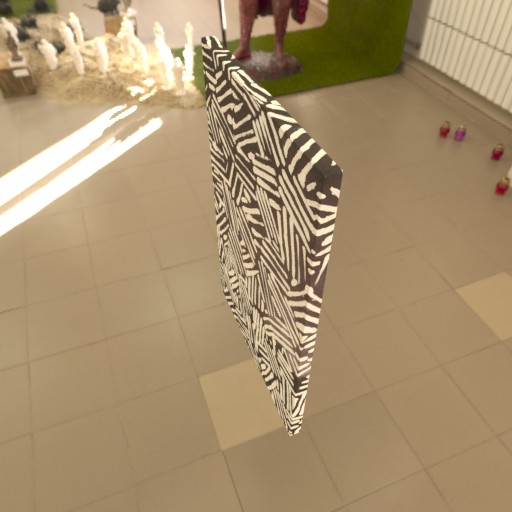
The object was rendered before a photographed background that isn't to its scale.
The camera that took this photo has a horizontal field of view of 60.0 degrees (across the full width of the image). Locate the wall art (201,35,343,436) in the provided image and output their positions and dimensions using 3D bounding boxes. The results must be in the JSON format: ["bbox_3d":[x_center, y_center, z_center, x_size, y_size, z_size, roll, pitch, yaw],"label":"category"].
[{"bbox_3d":[0.000,0.000,1.183,0.035,0.918,0.615,-16,47,-15],"label":"wall art"}]
